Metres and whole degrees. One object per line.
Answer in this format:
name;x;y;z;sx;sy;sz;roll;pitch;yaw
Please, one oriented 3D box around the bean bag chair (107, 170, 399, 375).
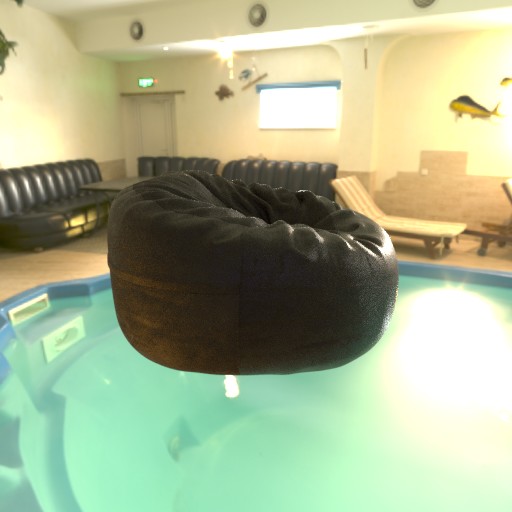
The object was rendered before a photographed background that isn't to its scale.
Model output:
bean bag chair;0.000;0.000;2.467;1.524;0.878;1.524;3;17;9
